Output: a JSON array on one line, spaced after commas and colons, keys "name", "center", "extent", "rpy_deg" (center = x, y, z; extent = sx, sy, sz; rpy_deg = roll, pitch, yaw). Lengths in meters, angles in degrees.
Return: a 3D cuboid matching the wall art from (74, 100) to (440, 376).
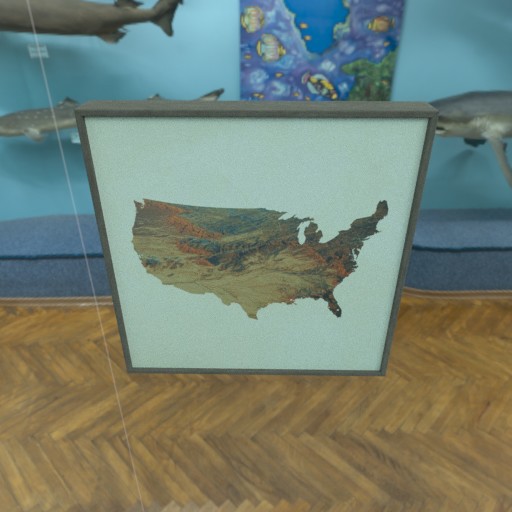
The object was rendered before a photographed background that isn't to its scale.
[{"name": "wall art", "center": [0.000, 0.000, 0.459], "extent": [0.303, 0.302, 0.038], "rpy_deg": [1, 31, 1]}]
